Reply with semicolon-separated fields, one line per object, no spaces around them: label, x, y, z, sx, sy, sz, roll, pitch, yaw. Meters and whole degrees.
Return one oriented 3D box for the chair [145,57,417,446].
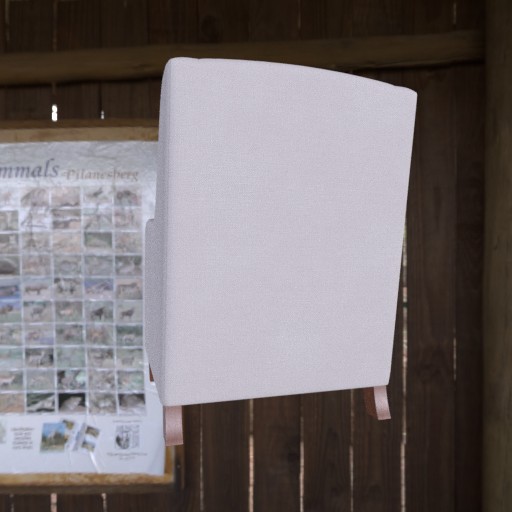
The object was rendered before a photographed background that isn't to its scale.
chair;0.000;0.000;1.560;0.715;1.010;0.863;0;-1;-17
